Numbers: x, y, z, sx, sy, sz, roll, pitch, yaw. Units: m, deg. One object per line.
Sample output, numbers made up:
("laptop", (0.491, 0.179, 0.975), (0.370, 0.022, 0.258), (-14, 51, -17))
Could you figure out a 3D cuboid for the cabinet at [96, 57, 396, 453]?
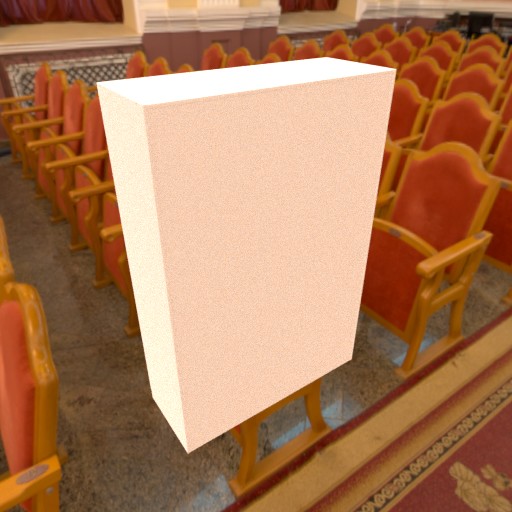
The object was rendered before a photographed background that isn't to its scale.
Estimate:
("cabinet", (0.000, 0.000, 2.494), (1.290, 1.910, 0.510), (-20, 37, -29))
